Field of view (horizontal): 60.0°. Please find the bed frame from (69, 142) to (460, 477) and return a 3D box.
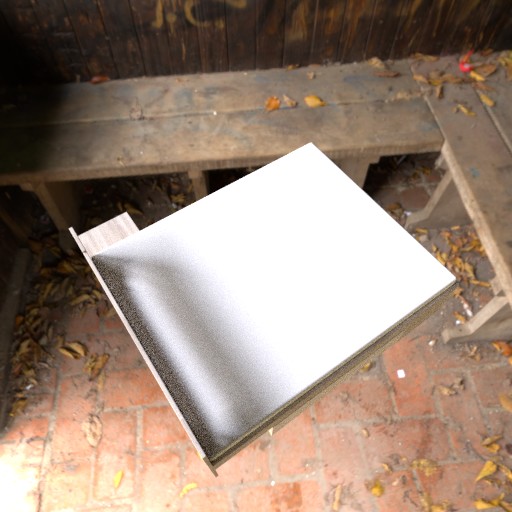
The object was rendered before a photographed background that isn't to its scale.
[{"bbox_3d":[0.000,0.000,3.255,2.050,0.860,2.040,-31,63,-18],"label":"bed frame"}]
